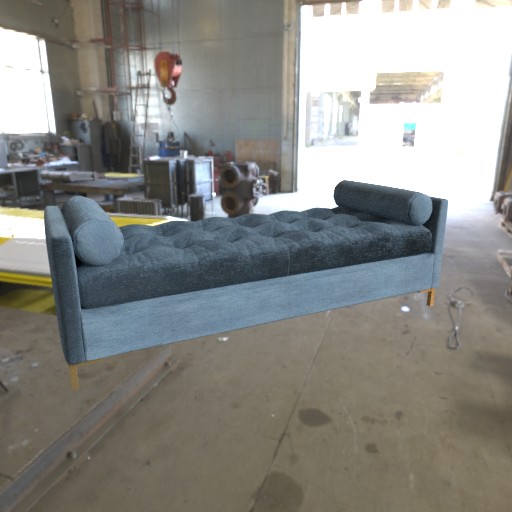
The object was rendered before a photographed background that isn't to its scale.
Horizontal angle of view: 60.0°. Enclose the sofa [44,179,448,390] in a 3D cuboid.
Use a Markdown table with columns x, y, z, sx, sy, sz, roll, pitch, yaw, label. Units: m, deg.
| x | y | z | sx | sy | sz | roll | pitch | yaw | label |
| --- | --- | --- | --- | --- | --- | --- | --- | --- | --- |
| 0.000 | 0.000 | 2.492 | 2.102 | 0.705 | 0.796 | -8 | 18 | -25 | sofa |
